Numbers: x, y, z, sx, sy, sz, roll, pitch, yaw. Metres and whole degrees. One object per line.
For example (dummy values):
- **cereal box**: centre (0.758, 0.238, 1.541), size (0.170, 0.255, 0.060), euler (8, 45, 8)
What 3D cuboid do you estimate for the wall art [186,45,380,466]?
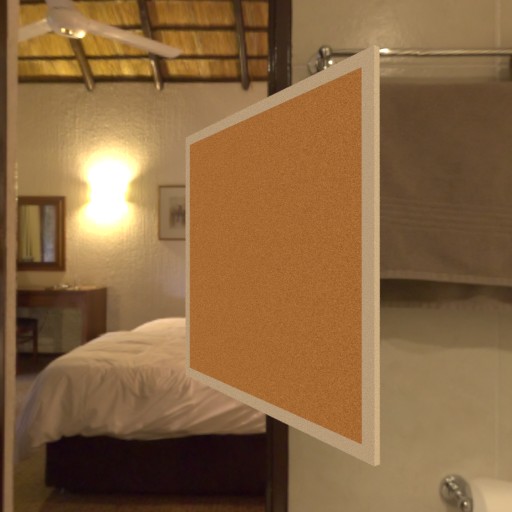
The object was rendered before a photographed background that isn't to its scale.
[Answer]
- **wall art**: centre (0.000, 0.000, 0.669), size (0.009, 0.457, 0.456), euler (0, 0, -35)
